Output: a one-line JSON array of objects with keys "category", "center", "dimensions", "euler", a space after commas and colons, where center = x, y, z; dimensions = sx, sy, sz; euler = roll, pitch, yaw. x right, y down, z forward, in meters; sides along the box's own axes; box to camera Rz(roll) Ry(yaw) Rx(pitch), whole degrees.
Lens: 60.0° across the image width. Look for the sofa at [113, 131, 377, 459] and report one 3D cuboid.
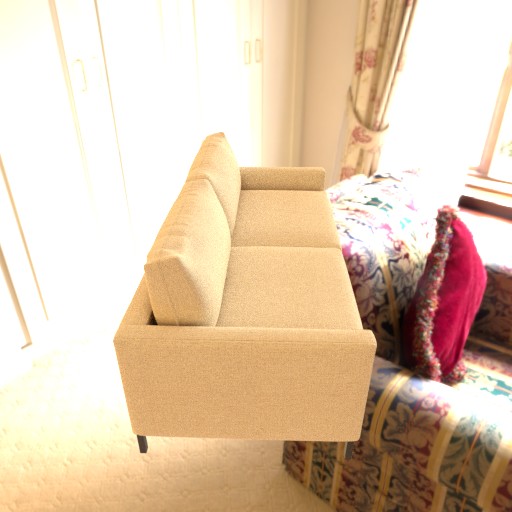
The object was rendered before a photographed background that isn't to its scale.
[{"category": "sofa", "center": [0.000, 0.000, 2.124], "dimensions": [0.839, 0.812, 1.651], "euler": [1, 30, 2]}]
